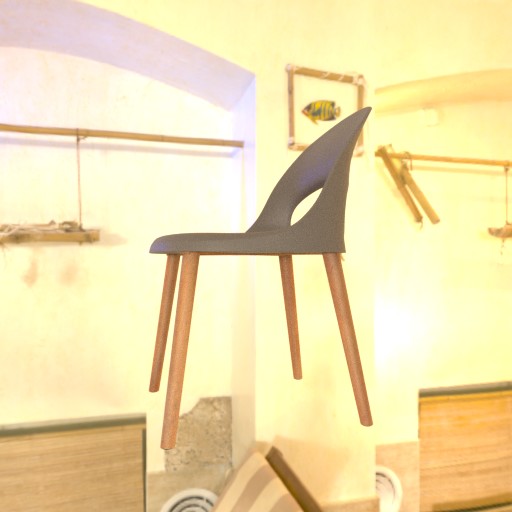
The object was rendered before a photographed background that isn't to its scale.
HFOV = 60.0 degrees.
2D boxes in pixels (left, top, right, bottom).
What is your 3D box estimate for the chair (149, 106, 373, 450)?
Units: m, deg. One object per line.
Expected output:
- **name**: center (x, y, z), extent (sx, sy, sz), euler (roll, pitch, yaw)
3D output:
- **chair**: center (0.000, 0.000, 1.183), extent (0.556, 0.795, 0.470), euler (0, -1, -17)
